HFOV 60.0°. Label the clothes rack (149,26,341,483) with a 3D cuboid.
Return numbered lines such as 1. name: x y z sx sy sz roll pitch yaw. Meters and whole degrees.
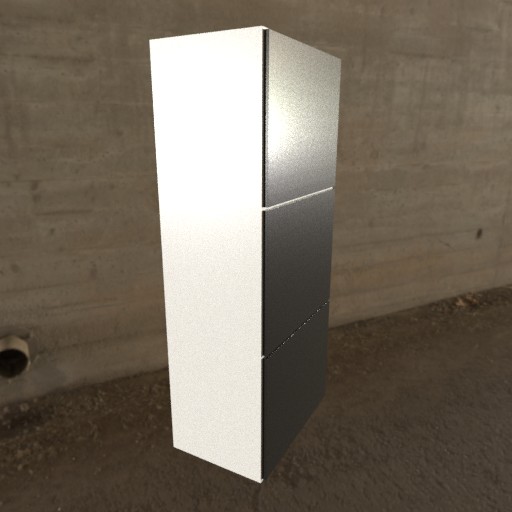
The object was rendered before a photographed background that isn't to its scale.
1. clothes rack: 0.000 0.000 1.390 0.330 1.187 0.500 9 18 28
